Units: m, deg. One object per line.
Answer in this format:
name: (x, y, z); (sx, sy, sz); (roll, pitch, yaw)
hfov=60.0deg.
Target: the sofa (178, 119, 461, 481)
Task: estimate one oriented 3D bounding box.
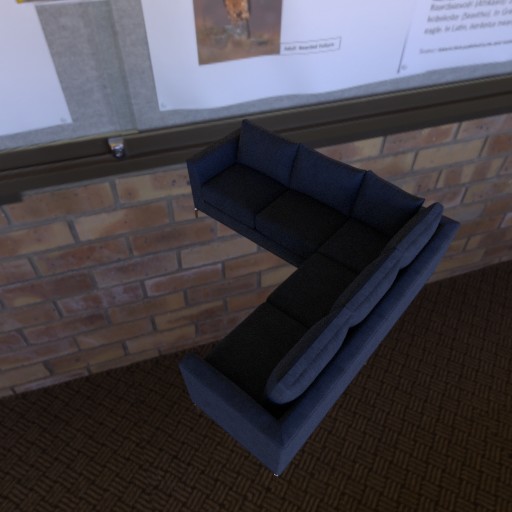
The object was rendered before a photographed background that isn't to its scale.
sofa: (0.000, 0.000, 3.819); (2.472, 0.988, 2.463); (31, 54, 27)
